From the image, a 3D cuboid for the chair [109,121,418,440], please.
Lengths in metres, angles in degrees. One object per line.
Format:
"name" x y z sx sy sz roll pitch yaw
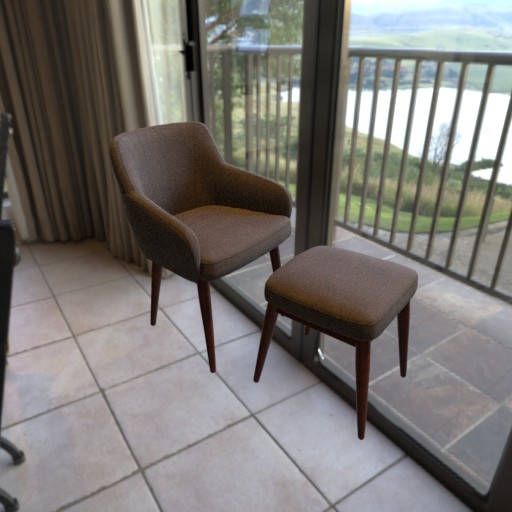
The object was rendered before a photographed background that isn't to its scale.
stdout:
"chair" 0.000 0.000 1.614 1.107 0.799 0.584 19 33 33
